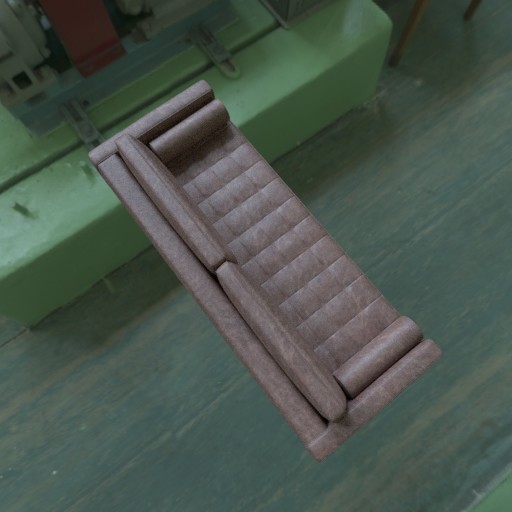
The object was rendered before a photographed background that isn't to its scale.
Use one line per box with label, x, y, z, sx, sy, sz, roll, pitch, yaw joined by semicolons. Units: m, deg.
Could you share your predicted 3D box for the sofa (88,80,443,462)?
sofa;0.000;0.000;2.714;0.914;0.762;2.210;-37;77;-10
